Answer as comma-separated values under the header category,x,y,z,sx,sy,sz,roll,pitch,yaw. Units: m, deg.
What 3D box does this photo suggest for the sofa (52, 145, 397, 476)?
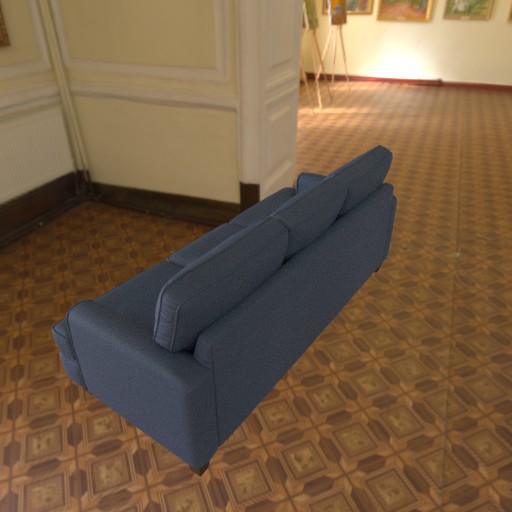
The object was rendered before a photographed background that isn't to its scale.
category,x,y,z,sx,sy,sz,roll,pitch,yaw
sofa,0.000,0.000,2.629,0.951,0.965,2.158,20,37,30
